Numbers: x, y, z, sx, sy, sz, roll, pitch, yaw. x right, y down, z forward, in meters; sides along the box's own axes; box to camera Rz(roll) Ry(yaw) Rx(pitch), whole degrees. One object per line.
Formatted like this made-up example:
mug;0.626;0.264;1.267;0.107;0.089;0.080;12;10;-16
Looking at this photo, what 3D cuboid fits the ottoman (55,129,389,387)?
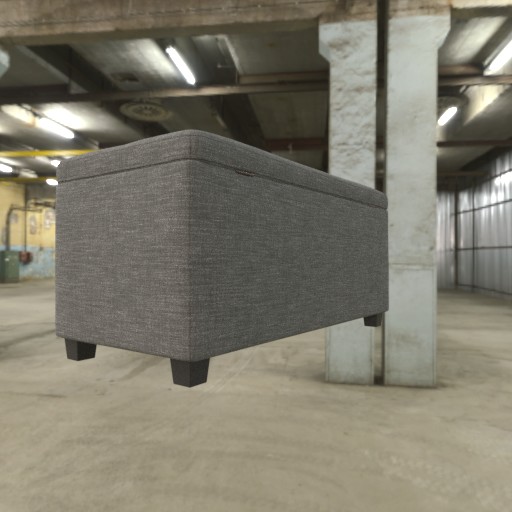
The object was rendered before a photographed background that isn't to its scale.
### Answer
ottoman;0.000;0.000;1.157;0.419;0.432;0.902;0;-1;36
